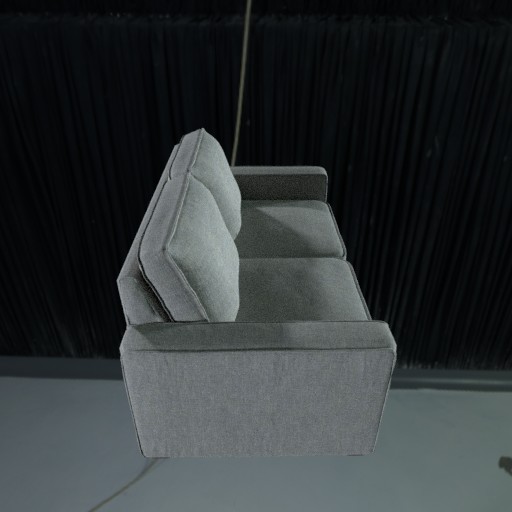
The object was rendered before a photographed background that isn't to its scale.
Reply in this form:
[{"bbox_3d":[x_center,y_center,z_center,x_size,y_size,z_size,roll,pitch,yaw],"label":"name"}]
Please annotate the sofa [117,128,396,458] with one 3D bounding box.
[{"bbox_3d":[0.000,0.000,2.230,0.945,0.915,1.706,-1,32,-1],"label":"sofa"}]
